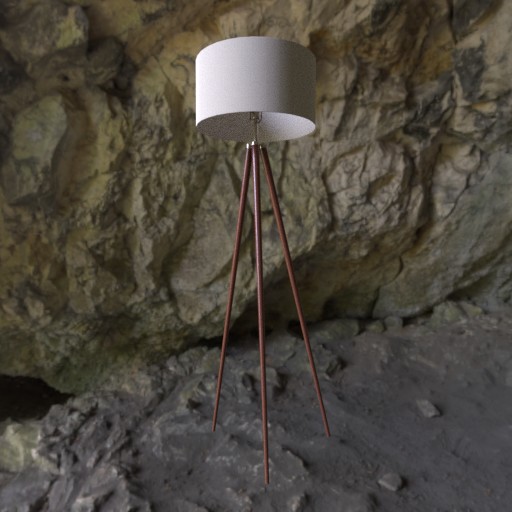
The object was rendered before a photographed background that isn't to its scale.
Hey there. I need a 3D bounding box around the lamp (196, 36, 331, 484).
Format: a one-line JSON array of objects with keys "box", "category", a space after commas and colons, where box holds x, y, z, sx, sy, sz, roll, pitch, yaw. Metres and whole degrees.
[{"box": [0.000, 0.000, 1.817, 0.483, 1.553, 0.483, 1, 2, 36], "category": "lamp"}]
